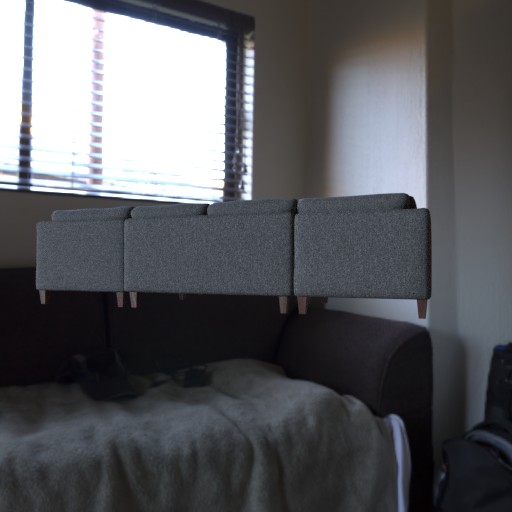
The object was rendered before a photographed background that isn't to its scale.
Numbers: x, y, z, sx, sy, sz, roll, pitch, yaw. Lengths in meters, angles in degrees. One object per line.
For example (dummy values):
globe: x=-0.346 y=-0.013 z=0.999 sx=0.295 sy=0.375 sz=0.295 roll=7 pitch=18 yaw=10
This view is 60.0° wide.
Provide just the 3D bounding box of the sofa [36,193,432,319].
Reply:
sofa: x=0.000 y=0.000 z=4.513 sx=3.238 sy=0.853 sz=2.551 roll=0 pitch=-1 yaw=19
